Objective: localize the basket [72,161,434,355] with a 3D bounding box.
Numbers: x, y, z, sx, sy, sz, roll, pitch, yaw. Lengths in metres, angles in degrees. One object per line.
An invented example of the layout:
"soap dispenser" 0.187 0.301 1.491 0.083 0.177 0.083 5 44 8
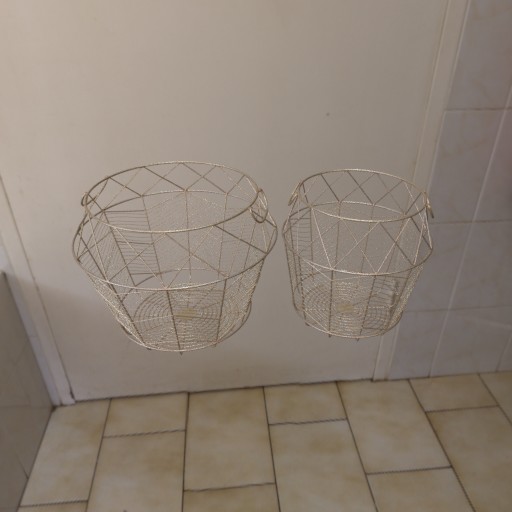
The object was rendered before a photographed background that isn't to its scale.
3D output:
"basket" 0.000 0.000 1.047 0.805 0.343 0.451 -2 32 -3
